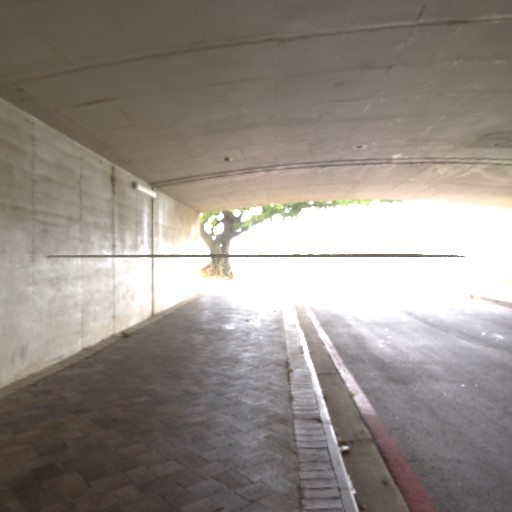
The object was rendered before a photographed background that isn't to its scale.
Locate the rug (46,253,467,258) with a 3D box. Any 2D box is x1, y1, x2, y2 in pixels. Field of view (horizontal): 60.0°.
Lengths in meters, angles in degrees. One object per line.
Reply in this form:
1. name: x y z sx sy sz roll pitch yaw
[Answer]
1. rug: 0.000 0.000 3.733 2.901 0.026 2.043 0 0 35
